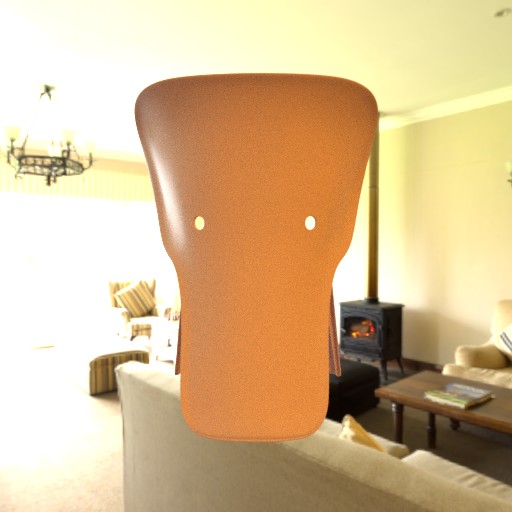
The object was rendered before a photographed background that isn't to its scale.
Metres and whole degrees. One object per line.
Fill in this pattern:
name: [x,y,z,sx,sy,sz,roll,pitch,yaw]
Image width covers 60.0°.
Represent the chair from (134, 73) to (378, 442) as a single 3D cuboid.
chair: [0.000,0.000,0.851,0.451,0.554,0.402,0,1,1]
